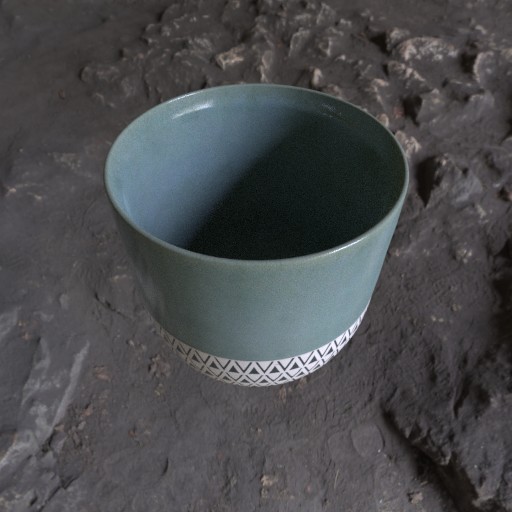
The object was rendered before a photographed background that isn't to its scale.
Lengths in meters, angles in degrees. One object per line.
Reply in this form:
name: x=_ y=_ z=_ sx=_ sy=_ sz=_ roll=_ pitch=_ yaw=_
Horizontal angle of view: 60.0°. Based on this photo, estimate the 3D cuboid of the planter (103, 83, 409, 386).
planter: x=0.000 y=0.000 z=0.492 sx=0.266 sy=0.270 sz=0.266 roll=0 pitch=47 yaw=0
